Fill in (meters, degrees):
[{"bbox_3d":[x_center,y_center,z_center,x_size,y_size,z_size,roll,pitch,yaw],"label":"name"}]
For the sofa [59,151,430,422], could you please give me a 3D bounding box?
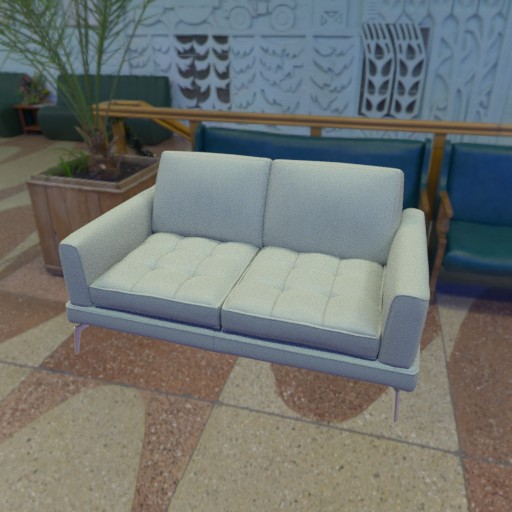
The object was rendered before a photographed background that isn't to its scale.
[{"bbox_3d":[0.000,0.000,2.479,1.819,0.930,1.121,8,28,15],"label":"sofa"}]
